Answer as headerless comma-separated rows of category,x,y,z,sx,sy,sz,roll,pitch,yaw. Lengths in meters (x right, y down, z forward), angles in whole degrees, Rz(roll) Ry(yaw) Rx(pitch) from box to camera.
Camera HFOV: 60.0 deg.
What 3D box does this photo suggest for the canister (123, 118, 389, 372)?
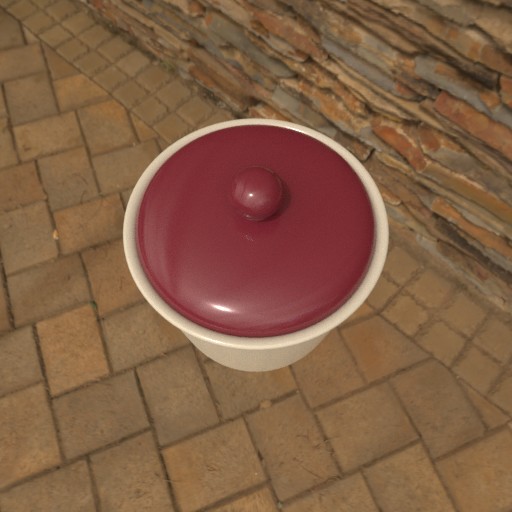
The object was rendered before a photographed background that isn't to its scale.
canister,0.000,0.000,0.357,0.182,0.208,0.182,0,64,0
